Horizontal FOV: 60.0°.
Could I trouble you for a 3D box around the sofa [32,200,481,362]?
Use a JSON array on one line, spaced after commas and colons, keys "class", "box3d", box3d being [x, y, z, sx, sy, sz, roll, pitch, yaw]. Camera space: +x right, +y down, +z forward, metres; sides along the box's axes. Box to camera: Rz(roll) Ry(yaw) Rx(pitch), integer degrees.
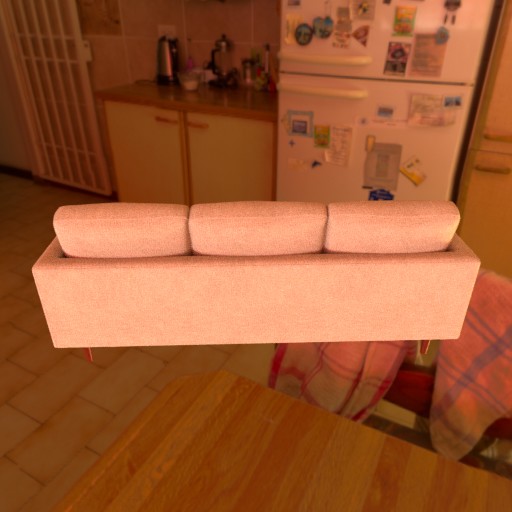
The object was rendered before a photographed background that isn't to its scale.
[{"class": "sofa", "box3d": [0.000, 0.000, 2.661, 2.246, 0.930, 0.903, -1, 30, -2]}]
